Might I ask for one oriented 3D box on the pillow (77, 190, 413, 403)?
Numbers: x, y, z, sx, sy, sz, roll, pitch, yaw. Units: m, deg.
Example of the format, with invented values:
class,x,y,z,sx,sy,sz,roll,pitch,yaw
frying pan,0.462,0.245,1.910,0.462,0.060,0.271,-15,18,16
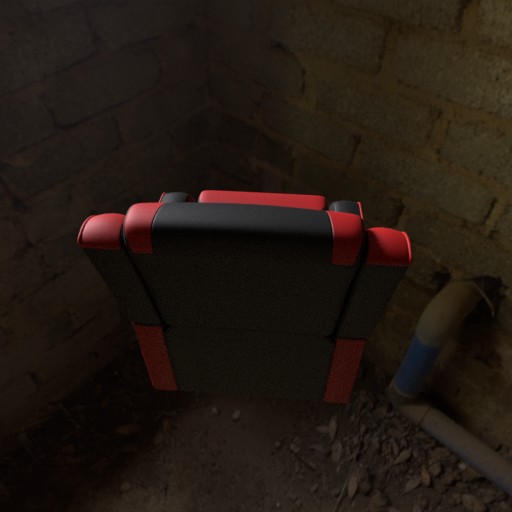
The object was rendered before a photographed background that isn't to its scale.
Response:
class,x,y,z,sx,sy,sz,roll,pitch,yaw
pillow,0.000,0.000,1.278,0.620,0.805,0.672,3,46,3
